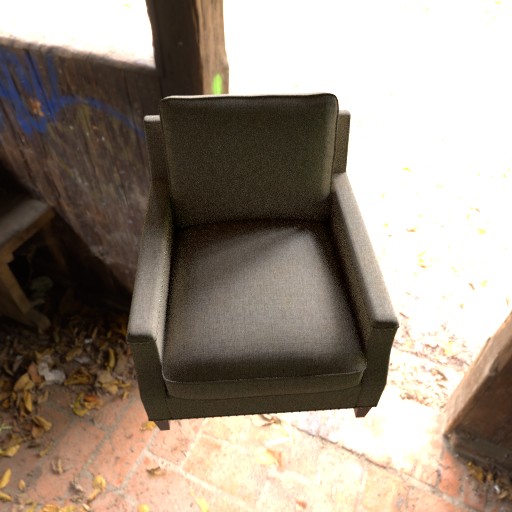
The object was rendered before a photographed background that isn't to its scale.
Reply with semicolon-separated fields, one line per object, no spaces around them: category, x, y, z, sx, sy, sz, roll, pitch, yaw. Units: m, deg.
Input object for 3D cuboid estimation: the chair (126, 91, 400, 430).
chair;0.000;0.000;1.708;0.853;0.943;1.014;-3;46;-3
